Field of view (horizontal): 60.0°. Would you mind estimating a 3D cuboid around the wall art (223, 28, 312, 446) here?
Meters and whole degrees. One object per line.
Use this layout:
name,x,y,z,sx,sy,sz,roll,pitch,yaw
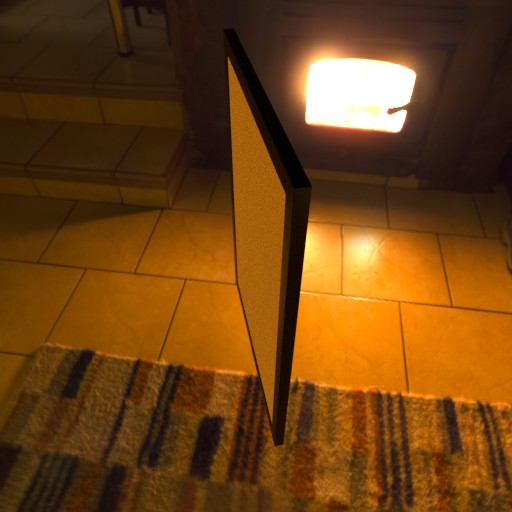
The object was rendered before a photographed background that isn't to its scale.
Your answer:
wall art,0.000,0.000,0.552,0.013,0.432,0.304,-9,46,-8
